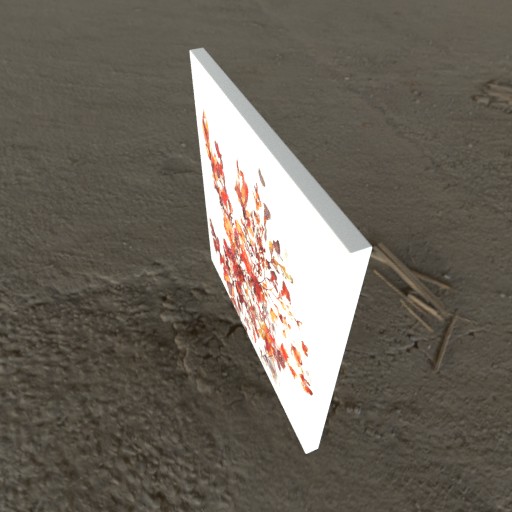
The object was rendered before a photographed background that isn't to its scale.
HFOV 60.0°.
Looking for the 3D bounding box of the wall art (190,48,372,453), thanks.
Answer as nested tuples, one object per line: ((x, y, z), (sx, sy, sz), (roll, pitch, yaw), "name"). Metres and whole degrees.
((0.000, 0.000, 1.131), (0.037, 0.757, 0.757), (-17, 49, -16), "wall art")
